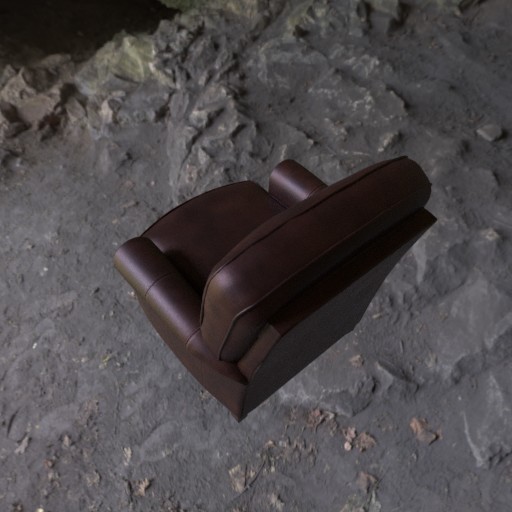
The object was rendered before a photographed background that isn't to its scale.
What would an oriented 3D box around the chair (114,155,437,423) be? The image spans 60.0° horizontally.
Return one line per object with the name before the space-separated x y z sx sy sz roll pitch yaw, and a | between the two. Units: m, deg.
chair | 0.000 0.000 1.755 0.936 1.018 0.986 -32 55 -26
